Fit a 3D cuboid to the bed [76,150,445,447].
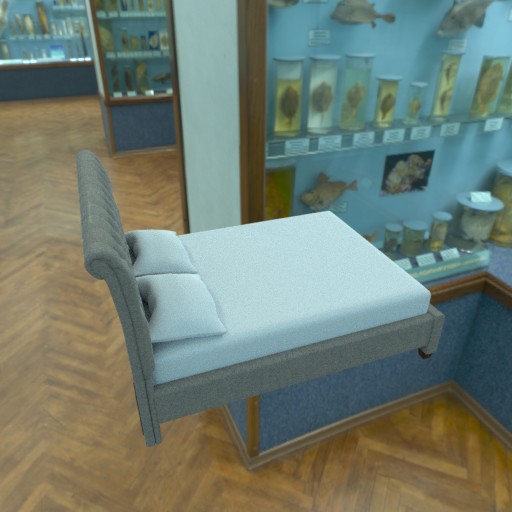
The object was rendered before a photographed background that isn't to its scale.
[{"bbox_3d":[0.000,0.000,3.297,2.252,1.371,1.645,-11,32,-18],"label":"bed"}]
